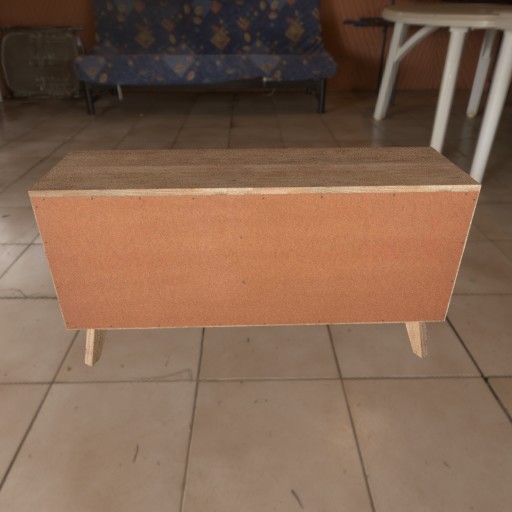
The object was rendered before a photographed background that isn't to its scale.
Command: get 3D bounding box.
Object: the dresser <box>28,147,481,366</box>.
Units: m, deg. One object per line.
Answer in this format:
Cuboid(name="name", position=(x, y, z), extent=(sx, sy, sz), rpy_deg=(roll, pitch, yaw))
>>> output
Cuboid(name="dresser", position=(0.000, 0.000, 1.915), extent=(1.554, 0.805, 0.455), rpy_deg=(-1, 30, -2))
